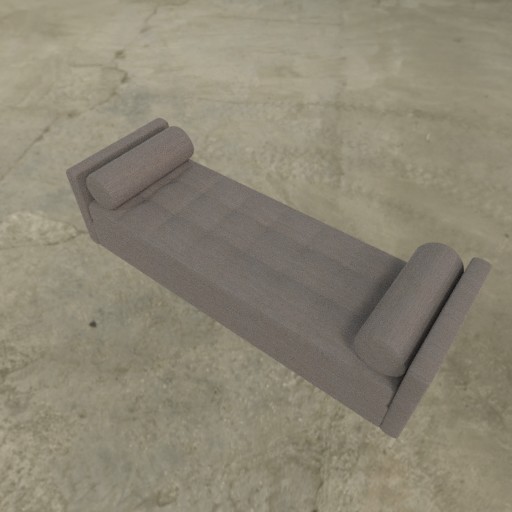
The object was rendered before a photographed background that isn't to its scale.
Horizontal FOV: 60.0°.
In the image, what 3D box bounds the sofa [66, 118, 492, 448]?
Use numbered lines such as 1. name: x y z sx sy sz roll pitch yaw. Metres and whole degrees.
1. sofa: 0.000 0.000 2.290 1.981 0.635 0.686 29 53 24
